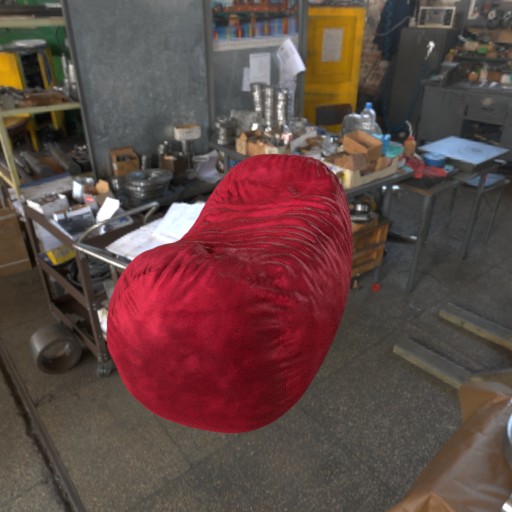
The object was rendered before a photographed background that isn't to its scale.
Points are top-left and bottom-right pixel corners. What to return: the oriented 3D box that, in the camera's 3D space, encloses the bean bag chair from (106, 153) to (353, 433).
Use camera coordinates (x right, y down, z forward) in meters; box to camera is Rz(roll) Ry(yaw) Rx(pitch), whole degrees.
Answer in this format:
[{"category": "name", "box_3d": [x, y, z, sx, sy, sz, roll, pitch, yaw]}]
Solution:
[{"category": "bean bag chair", "box_3d": [0.000, 0.000, 2.838, 1.216, 0.867, 2.293, 9, 32, 15]}]
